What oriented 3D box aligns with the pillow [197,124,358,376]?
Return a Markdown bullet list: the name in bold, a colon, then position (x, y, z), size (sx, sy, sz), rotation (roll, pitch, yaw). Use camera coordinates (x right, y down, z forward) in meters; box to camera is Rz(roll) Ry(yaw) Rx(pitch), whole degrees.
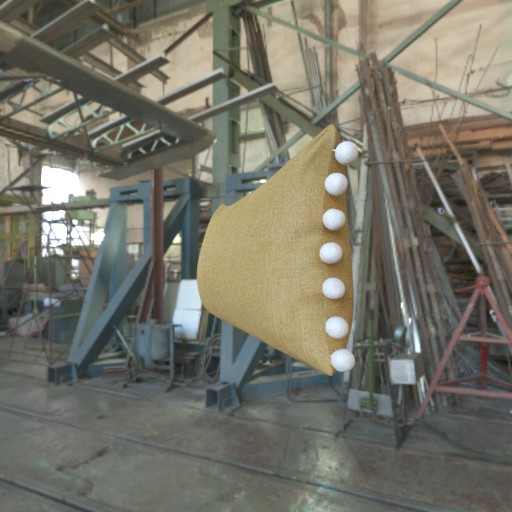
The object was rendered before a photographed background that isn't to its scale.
- **pillow**: position (0.000, 0.000, 0.870), size (0.201, 0.322, 0.709), rotation (0, -2, -17)
